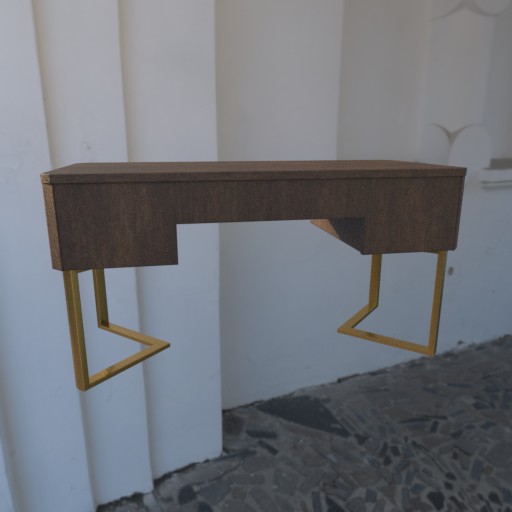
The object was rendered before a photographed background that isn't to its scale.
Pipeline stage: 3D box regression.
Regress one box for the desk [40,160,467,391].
[{"bbox_3d":[0.000,0.000,1.893,1.479,0.762,0.684,-3,15,-11],"label":"desk"}]
